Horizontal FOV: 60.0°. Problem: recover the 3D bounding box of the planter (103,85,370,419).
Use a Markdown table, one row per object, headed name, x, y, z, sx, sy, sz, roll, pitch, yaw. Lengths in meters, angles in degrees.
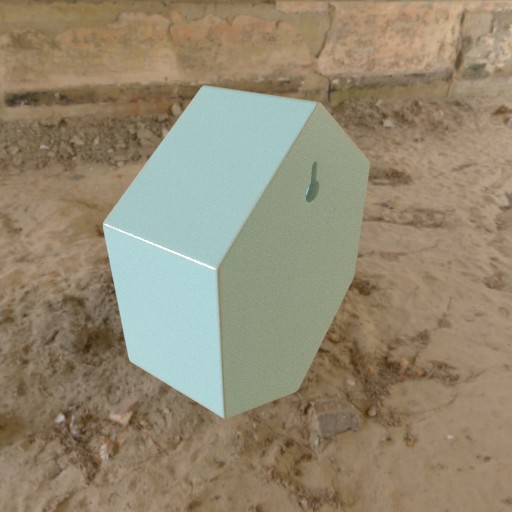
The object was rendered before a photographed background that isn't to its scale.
| name | x | y | z | sx | sy | sz | roll | pitch | yaw |
| --- | --- | --- | --- | --- | --- | --- | --- | --- | --- |
| planter | 0.000 | 0.000 | 0.294 | 0.078 | 0.207 | 0.169 | 20 | 36 | 29 |
